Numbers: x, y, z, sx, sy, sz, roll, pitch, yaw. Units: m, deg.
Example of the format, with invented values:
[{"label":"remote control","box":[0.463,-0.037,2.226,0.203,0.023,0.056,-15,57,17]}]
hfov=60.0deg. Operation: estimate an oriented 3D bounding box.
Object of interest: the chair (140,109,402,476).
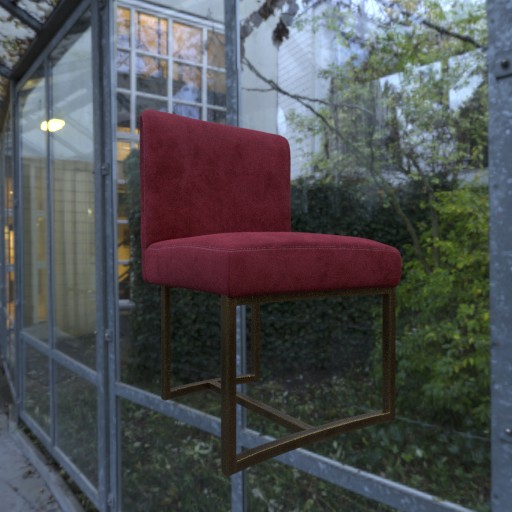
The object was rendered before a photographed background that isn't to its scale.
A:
[{"label":"chair","box":[0.000,0.000,1.181,0.530,0.824,0.560,0,0,-35]}]
